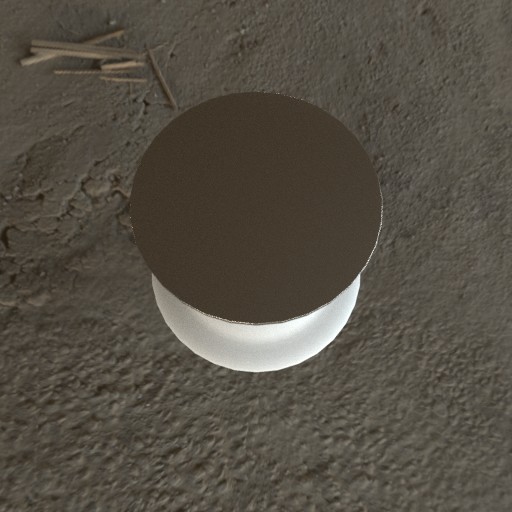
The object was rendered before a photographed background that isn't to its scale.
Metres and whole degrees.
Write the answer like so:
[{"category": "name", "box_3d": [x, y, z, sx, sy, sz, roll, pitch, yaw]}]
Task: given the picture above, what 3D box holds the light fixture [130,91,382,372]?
[{"category": "light fixture", "box_3d": [0.000, 0.000, 0.391, 0.199, 0.254, 0.199, 0, 74, 0]}]
